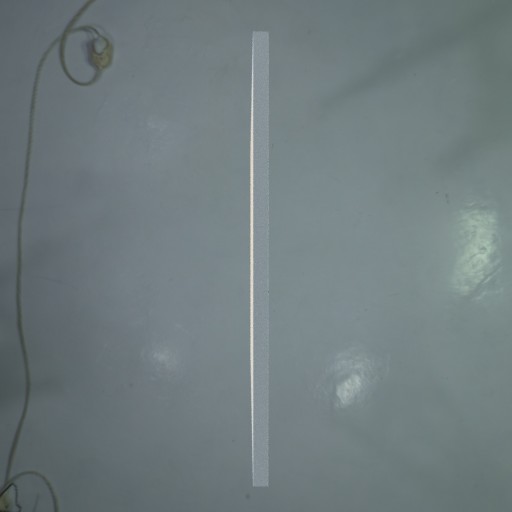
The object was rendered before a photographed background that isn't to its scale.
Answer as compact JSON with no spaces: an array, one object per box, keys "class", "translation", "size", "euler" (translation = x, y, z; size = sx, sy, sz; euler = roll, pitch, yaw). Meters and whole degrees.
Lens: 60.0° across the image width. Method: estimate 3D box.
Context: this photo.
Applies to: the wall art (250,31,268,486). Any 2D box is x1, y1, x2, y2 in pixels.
[{"class":"wall art","translation":[0.000,0.000,0.600],"size":[0.013,0.456,0.382],"euler":[0,91,-1]}]
